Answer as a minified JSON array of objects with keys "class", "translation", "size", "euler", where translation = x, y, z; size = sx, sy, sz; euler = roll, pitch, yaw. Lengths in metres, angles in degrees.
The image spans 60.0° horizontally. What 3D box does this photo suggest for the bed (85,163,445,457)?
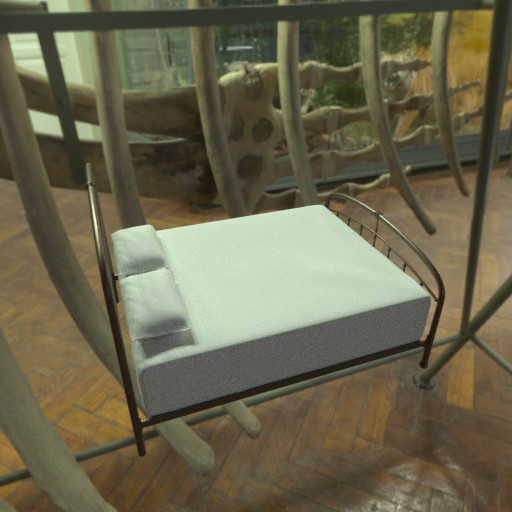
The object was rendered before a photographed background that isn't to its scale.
[{"class":"bed","translation":[0.000,0.000,3.332],"size":[2.168,1.475,1.711],"euler":[-11,33,-17]}]
